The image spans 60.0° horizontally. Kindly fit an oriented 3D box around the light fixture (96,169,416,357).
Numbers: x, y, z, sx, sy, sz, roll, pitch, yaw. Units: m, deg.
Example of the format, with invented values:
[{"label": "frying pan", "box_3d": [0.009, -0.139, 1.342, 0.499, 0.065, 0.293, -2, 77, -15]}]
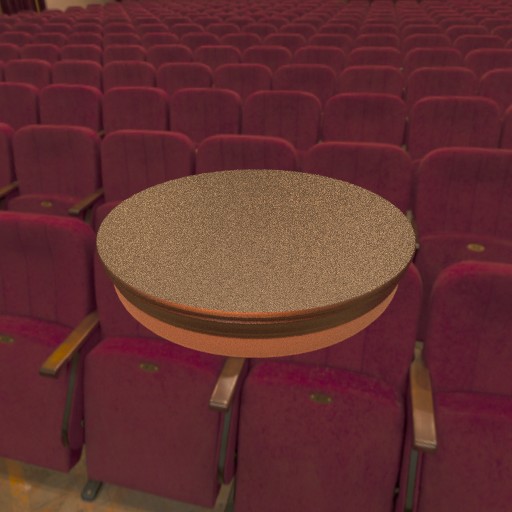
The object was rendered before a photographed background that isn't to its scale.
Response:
[{"label": "light fixture", "box_3d": [0.000, 0.000, 0.557, 0.368, 0.100, 0.368, 0, 30, 0]}]
